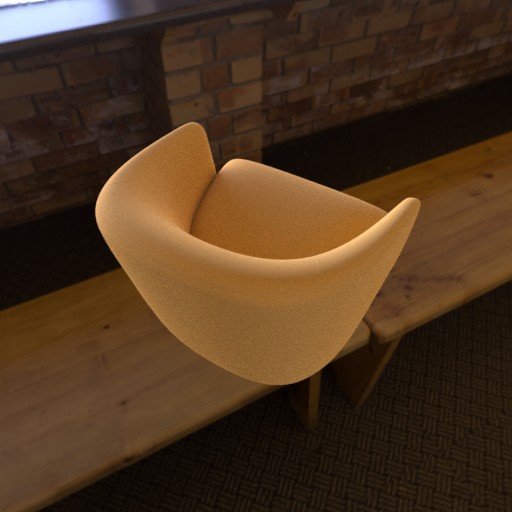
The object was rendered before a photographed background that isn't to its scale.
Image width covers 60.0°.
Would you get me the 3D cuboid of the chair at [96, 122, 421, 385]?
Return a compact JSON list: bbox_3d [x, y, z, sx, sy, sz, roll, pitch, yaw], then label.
[{"bbox_3d":[0.000,0.000,1.362,0.773,0.698,0.767,24,52,20],"label":"chair"}]
